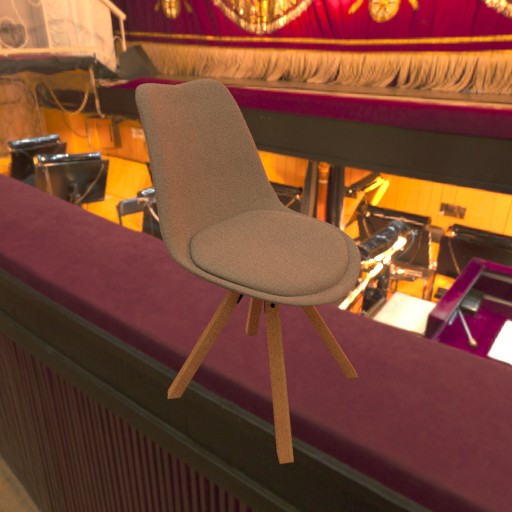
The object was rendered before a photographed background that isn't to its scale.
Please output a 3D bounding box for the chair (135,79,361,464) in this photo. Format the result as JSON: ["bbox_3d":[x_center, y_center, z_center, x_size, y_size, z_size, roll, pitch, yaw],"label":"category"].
[{"bbox_3d":[0.000,0.000,1.201,0.549,0.863,0.474,17,30,32],"label":"chair"}]
